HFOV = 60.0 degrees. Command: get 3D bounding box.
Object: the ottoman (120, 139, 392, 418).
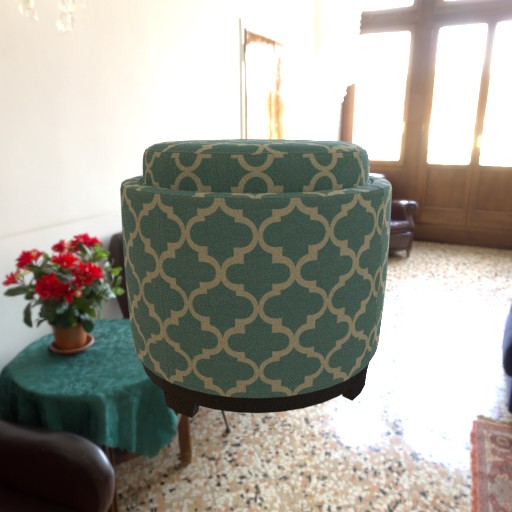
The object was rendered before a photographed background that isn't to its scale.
[{"bbox_3d":[0.000,0.000,0.842,0.480,0.429,0.480,0,16,0],"label":"ottoman"}]
